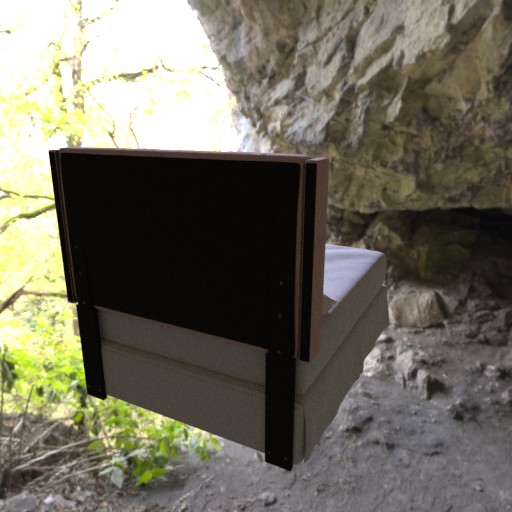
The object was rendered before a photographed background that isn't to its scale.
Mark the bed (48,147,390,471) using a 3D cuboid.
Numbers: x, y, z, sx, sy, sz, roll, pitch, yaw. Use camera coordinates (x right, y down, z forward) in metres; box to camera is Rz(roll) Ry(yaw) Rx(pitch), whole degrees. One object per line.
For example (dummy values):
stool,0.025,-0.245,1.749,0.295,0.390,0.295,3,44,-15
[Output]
bed,0.000,0.000,3.355,1.719,1.665,2.066,9,19,26
